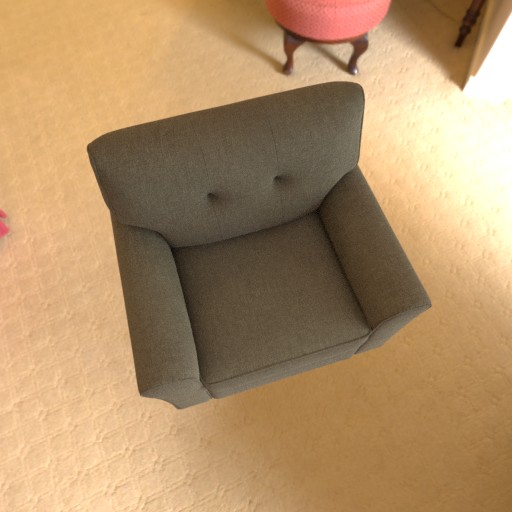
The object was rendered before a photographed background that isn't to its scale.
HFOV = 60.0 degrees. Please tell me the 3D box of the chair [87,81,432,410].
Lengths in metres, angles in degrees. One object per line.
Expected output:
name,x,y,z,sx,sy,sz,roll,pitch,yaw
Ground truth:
chair,0.000,0.000,1.600,0.941,0.890,0.816,-15,65,-7
